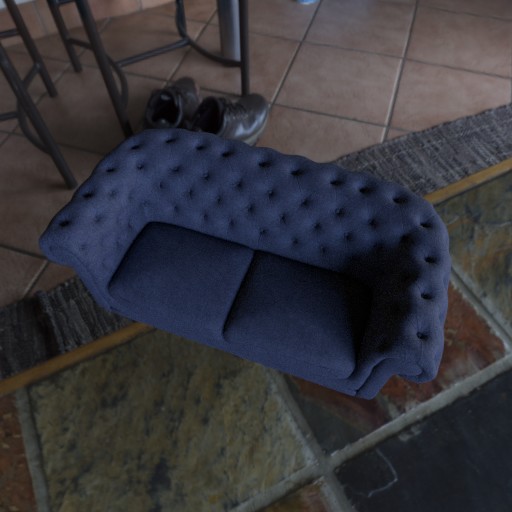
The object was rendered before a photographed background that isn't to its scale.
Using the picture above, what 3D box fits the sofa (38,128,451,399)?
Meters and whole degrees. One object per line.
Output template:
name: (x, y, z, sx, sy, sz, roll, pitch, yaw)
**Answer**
sofa: (0.000, 0.000, 2.538, 1.988, 0.833, 1.082, 17, 59, 11)
